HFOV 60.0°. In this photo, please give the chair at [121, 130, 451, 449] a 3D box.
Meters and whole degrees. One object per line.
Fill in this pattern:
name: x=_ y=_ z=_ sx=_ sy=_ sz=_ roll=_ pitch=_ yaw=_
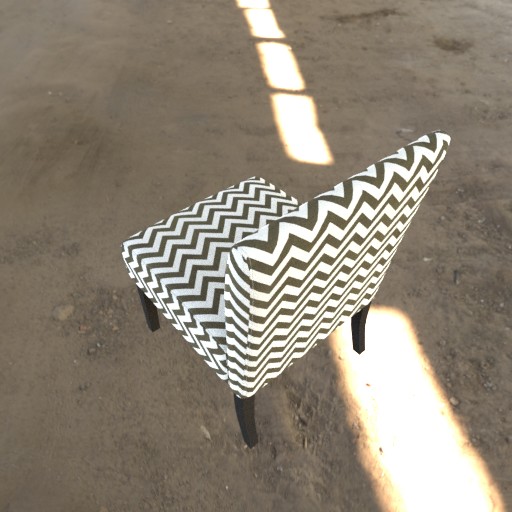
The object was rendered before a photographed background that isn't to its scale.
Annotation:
chair: x=0.000 y=0.000 z=1.281 sx=0.589 sy=0.838 sz=0.648 roll=-31 pitch=52 yaw=-28
